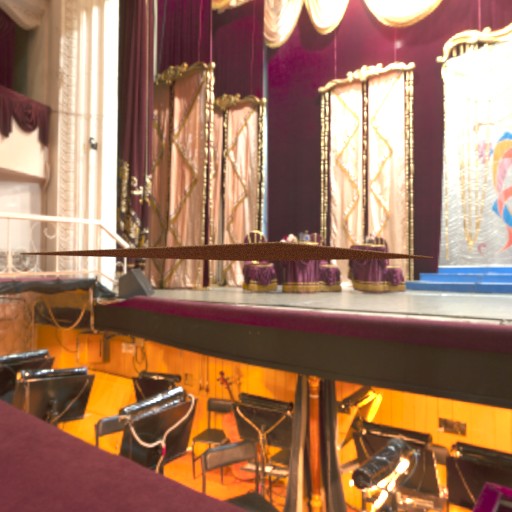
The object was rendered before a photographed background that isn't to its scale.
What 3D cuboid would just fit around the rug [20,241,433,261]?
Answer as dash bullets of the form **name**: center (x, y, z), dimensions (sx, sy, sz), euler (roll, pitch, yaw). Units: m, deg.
- **rug**: center (0.000, 0.000, 4.028), dimensions (2.439, 0.013, 3.048), euler (-1, -2, 35)
